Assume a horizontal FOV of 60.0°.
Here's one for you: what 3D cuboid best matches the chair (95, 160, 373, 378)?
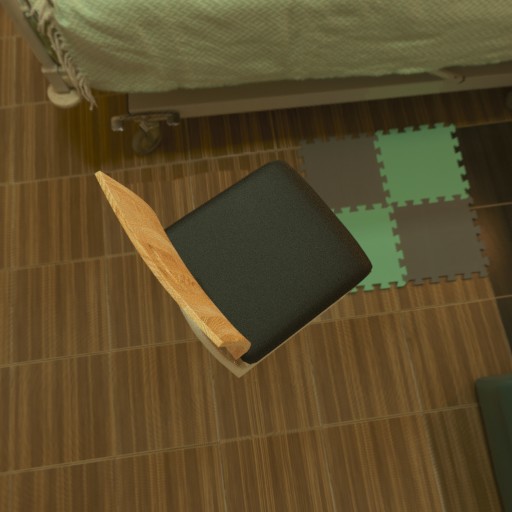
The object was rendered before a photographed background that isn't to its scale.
[{"bbox_3d":[0.000,0.000,1.229,0.560,0.936,0.462,-36,77,-9],"label":"chair"}]
